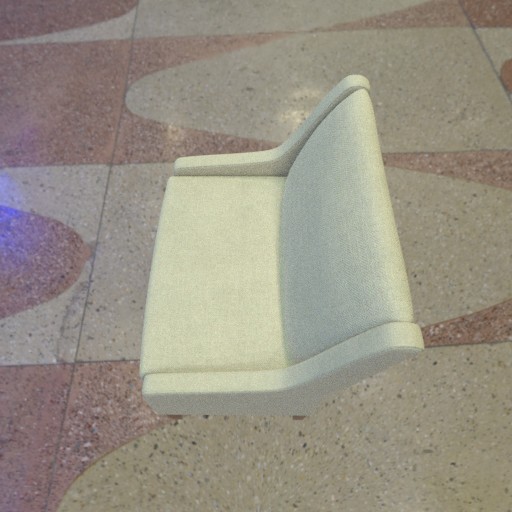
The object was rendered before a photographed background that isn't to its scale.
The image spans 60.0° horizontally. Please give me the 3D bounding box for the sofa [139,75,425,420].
[{"bbox_3d":[0.000,0.000,1.933,0.946,0.976,1.212,0,58,0],"label":"sofa"}]
